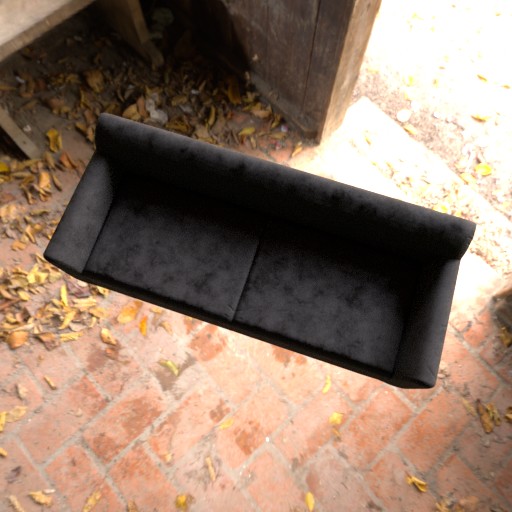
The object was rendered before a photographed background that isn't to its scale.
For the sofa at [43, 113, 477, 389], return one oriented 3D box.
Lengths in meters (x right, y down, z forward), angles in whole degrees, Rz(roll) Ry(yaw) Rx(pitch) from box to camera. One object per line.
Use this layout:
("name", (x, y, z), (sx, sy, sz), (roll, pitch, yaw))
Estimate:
("sofa", (0.000, 0.000, 2.649), (2.190, 0.740, 0.900), (18, 73, 5))
